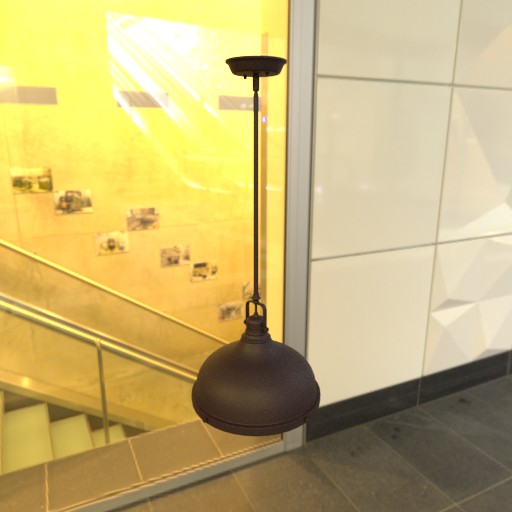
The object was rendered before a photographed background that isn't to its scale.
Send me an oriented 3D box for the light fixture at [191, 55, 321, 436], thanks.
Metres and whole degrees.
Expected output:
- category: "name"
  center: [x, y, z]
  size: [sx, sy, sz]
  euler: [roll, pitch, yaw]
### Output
- category: "light fixture"
  center: [0.000, 0.000, 1.041]
  size: [0.341, 0.849, 0.341]
  euler: [14, 20, 43]
